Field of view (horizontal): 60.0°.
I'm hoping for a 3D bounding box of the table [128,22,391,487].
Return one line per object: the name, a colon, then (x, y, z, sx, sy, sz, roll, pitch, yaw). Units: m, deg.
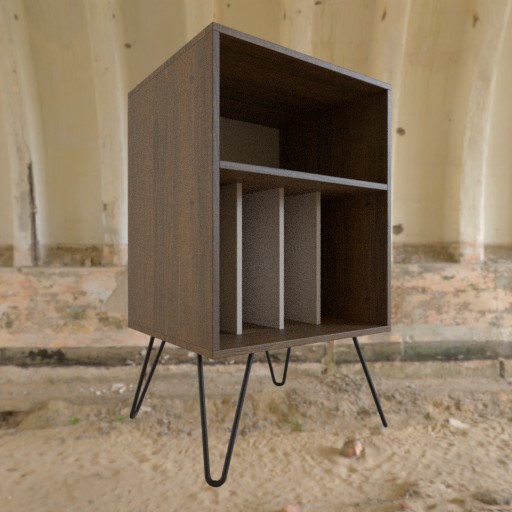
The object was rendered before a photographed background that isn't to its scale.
table: (0.000, 0.000, 1.151, 0.526, 0.866, 0.457, 0, 0, -36)
